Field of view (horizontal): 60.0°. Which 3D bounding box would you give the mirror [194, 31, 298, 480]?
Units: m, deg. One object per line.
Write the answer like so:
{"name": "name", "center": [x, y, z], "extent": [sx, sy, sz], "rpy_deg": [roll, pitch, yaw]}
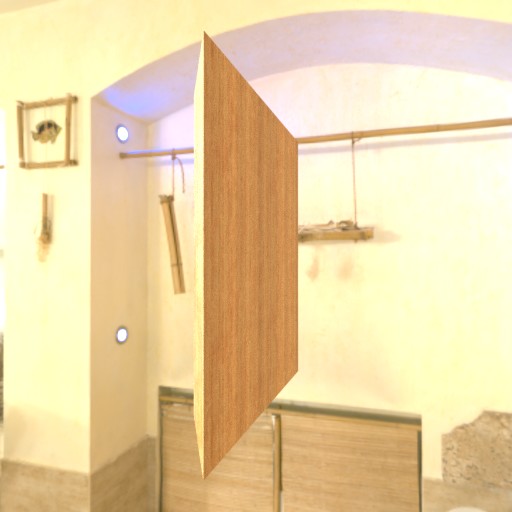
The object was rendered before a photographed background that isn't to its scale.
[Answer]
{"name": "mirror", "center": [0.000, 0.000, 0.958], "extent": [0.047, 0.651, 0.651], "rpy_deg": [0, 0, 17]}
